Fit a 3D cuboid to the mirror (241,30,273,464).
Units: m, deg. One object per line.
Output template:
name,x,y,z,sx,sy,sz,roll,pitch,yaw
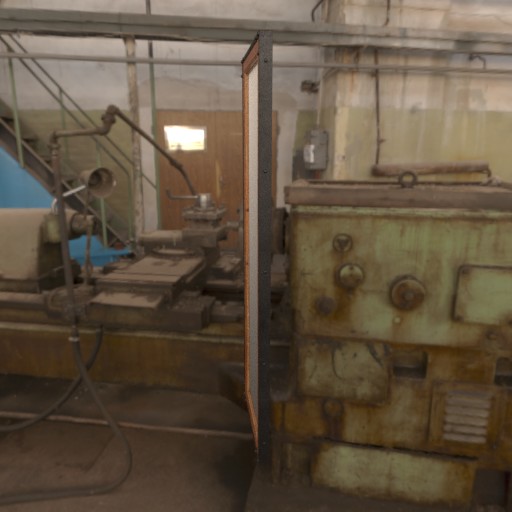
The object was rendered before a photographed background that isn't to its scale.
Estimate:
mirror,0.000,0.000,1.239,0.042,1.080,0.354,-2,14,-7
